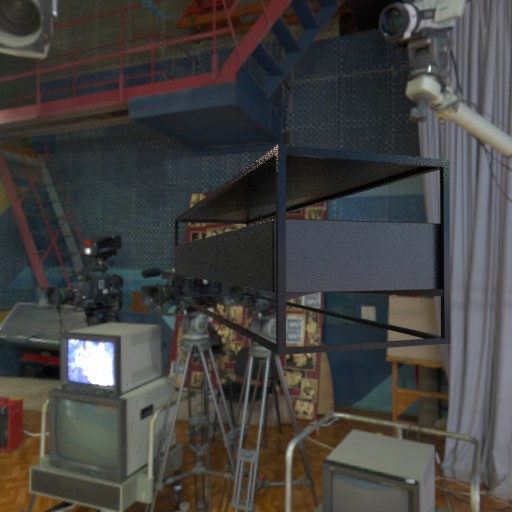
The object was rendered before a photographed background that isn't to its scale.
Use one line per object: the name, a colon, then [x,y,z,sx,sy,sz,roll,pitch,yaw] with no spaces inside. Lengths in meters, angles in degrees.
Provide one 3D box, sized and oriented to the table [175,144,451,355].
table: [0.000,0.000,1.598,0.399,0.395,1.486,0,-1,-18]
